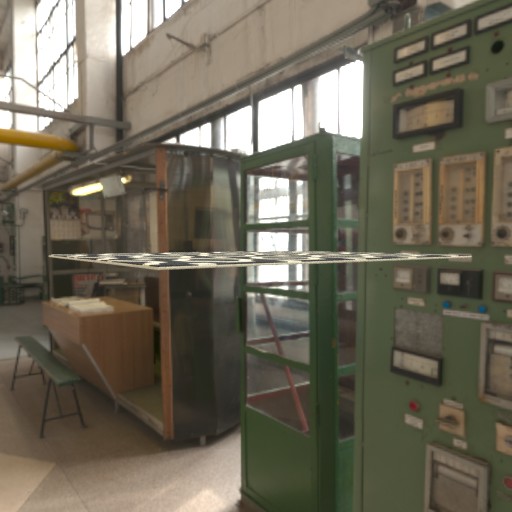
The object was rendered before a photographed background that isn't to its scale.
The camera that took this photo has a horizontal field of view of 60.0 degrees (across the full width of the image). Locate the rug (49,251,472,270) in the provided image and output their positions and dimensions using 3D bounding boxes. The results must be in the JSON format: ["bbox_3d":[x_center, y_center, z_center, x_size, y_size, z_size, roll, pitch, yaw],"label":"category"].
[{"bbox_3d":[0.000,0.000,4.100,3.049,0.021,2.466,-1,2,-37],"label":"rug"}]
